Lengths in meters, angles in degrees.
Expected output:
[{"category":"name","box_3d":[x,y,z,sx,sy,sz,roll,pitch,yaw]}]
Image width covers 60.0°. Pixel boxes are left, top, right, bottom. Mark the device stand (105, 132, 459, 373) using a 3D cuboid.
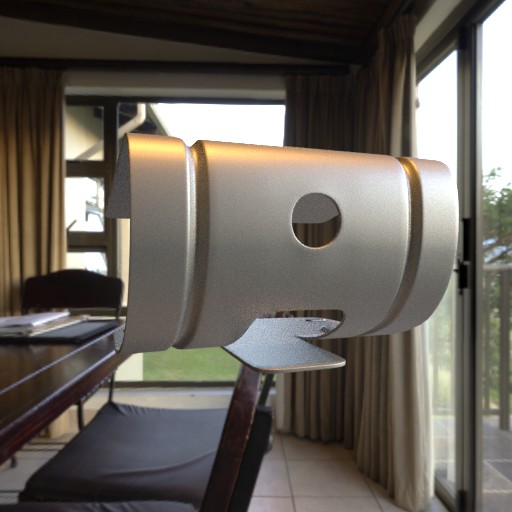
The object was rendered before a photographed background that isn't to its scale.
[{"category":"device stand","box_3d":[0.000,0.000,0.400,0.256,0.155,0.236,0,0,-20]}]
